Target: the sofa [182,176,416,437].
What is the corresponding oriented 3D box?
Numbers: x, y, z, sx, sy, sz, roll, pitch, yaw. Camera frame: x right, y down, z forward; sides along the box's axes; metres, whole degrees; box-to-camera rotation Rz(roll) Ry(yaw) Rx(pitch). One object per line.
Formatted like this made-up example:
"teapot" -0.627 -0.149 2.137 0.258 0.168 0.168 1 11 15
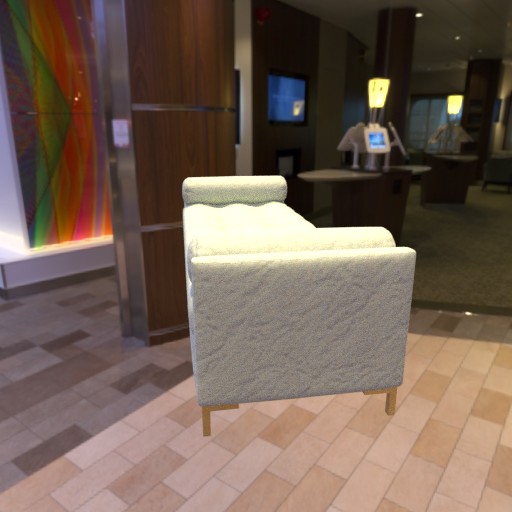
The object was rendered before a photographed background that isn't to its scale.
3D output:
"sofa" 0.000 0.000 2.516 0.796 0.705 2.102 -3 17 -9
